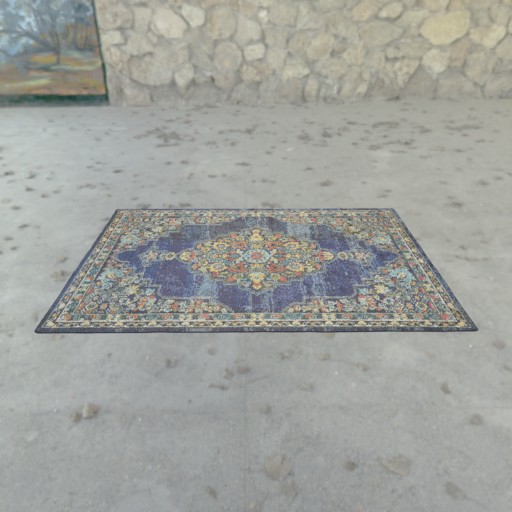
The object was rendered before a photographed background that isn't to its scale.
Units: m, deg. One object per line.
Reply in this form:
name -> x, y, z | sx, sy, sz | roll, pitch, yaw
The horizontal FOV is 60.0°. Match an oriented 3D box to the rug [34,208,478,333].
rug -> 0.000, 0.000, 3.801 | 2.940, 0.011, 2.053 | 0, 29, 0
